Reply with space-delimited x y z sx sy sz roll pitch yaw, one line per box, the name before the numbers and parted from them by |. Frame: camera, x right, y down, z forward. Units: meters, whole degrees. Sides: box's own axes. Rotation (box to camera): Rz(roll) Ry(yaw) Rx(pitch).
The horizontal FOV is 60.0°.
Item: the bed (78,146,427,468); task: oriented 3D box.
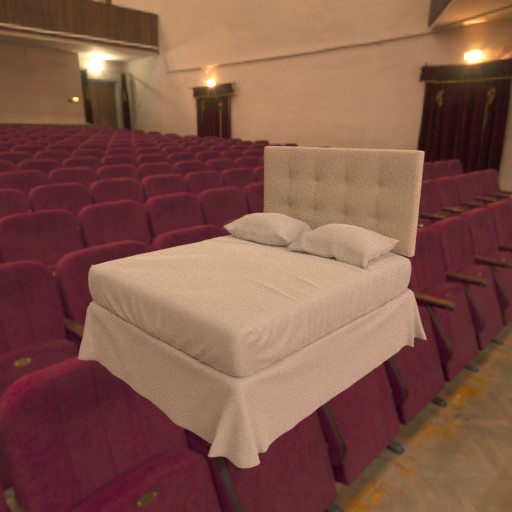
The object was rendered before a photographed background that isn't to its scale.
bed | 0.000 0.000 3.425 1.936 1.577 2.222 15 21 42
